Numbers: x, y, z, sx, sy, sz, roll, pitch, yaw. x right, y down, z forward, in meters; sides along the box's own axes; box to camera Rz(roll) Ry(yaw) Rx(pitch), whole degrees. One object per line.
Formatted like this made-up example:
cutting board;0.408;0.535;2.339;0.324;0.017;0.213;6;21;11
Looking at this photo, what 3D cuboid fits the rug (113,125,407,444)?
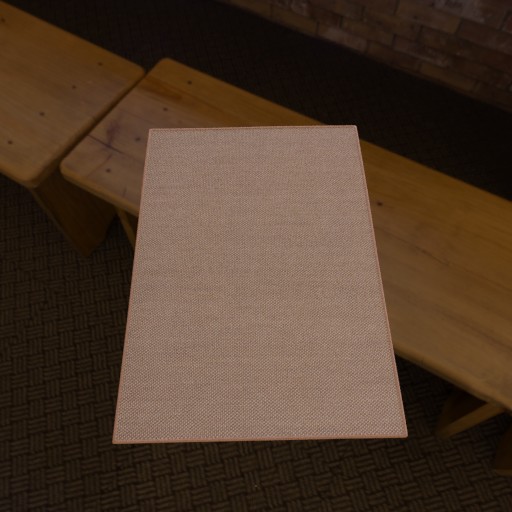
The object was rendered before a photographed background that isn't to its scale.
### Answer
rug;0.000;0.000;2.765;1.524;0.013;2.134;-1;63;-1
